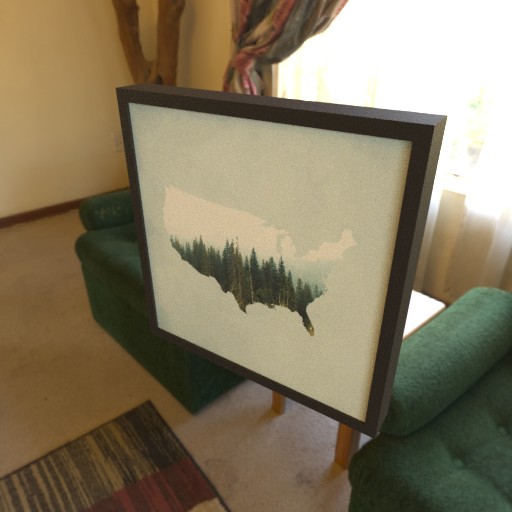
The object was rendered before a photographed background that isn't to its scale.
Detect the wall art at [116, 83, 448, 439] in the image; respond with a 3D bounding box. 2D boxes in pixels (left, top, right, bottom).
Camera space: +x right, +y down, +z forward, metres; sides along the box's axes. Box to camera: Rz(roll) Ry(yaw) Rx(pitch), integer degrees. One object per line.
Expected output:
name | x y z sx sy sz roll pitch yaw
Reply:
wall art | 0.000 0.000 0.450 0.304 0.304 0.038 17 33 28
